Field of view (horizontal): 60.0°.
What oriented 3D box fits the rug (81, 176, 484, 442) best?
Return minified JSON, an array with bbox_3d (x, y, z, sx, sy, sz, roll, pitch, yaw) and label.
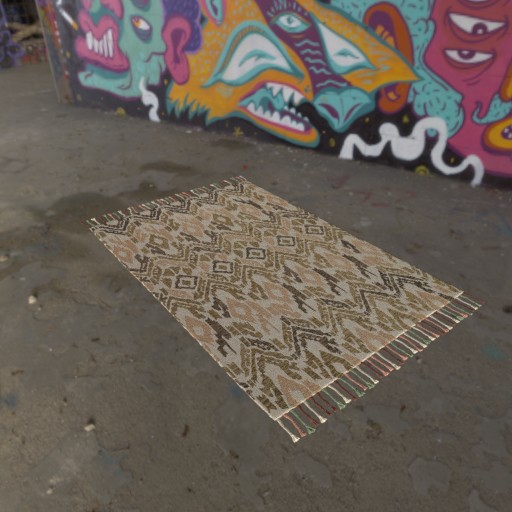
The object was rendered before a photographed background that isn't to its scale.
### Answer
[{"bbox_3d":[0.000,0.000,2.978,1.524,0.008,2.438,-23,39,-31],"label":"rug"}]
